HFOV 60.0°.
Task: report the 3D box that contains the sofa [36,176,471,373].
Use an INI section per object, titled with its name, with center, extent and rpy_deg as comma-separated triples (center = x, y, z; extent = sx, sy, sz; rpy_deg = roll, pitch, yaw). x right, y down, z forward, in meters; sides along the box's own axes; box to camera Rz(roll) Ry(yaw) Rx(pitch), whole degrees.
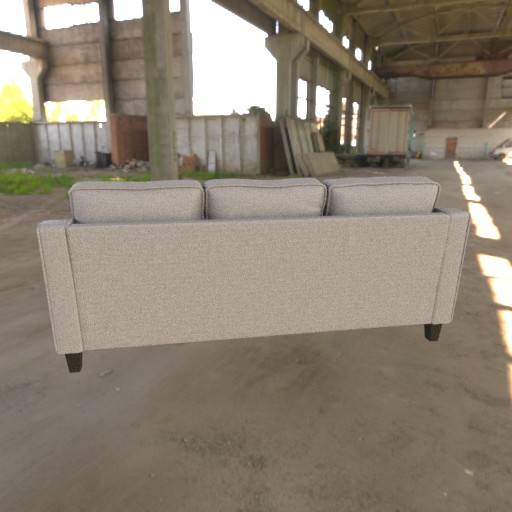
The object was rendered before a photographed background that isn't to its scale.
[sofa]
center = 0.000, 0.000, 2.622
extent = 2.129, 0.950, 0.899
rpy_deg = -3, 15, -10
